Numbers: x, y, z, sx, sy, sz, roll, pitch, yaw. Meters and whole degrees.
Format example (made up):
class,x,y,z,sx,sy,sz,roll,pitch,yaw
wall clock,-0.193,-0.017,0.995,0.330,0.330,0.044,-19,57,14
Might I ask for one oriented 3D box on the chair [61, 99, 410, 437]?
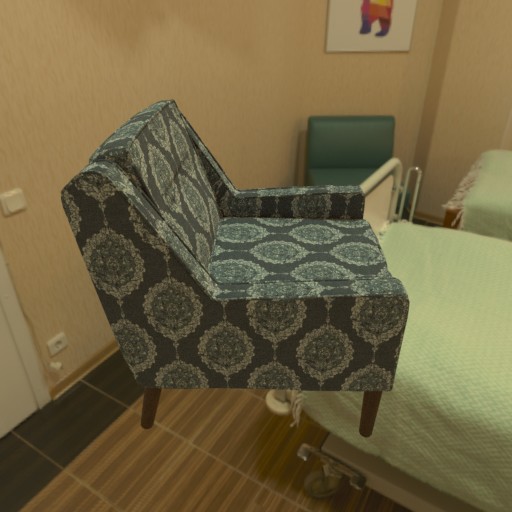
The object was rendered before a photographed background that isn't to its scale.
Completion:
class,x,y,z,sx,sy,sz,roll,pitch,yaw
chair,0.000,0.000,1.283,0.743,0.792,0.663,1,31,2
